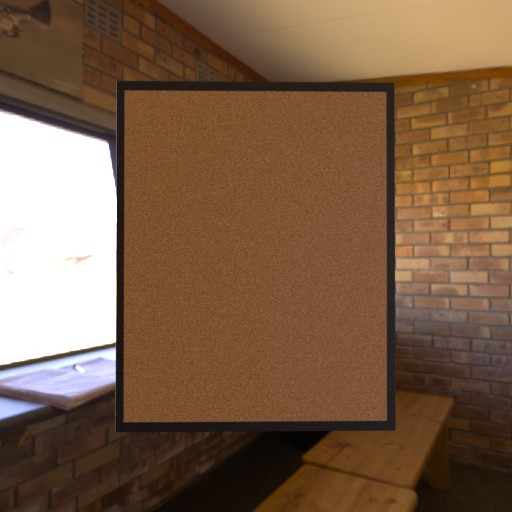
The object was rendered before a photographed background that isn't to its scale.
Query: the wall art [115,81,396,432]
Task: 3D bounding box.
[{"bbox_3d":[0.000,0.000,0.482,0.294,0.369,0.030,0,-1,-1],"label":"wall art"}]
